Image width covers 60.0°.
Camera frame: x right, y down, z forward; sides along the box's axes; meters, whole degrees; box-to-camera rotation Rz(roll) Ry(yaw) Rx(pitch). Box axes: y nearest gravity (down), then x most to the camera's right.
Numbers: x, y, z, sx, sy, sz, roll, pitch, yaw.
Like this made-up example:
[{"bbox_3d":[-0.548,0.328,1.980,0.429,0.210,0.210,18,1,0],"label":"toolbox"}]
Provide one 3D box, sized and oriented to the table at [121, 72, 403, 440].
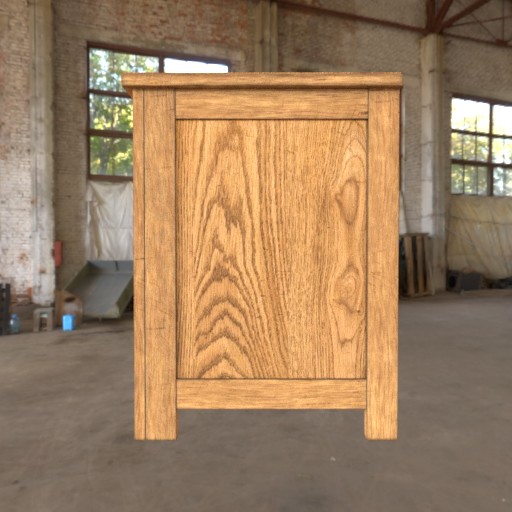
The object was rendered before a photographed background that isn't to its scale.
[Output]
[{"bbox_3d":[0.000,0.000,1.045,0.494,0.625,0.601,0,1,0],"label":"table"}]
